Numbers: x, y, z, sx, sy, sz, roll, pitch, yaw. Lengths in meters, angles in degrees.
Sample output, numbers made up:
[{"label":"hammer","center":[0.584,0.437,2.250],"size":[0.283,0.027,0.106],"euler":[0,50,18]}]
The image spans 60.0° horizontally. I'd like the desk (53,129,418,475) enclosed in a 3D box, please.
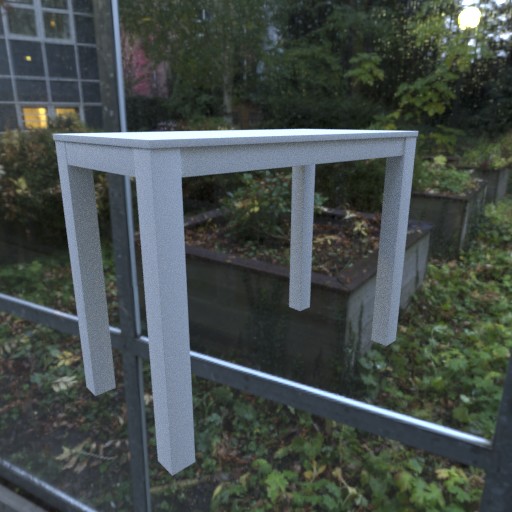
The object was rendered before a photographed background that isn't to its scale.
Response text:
[{"label":"desk","center":[0.000,0.000,1.418],"size":[0.990,0.762,0.497],"euler":[-15,23,-40]}]
